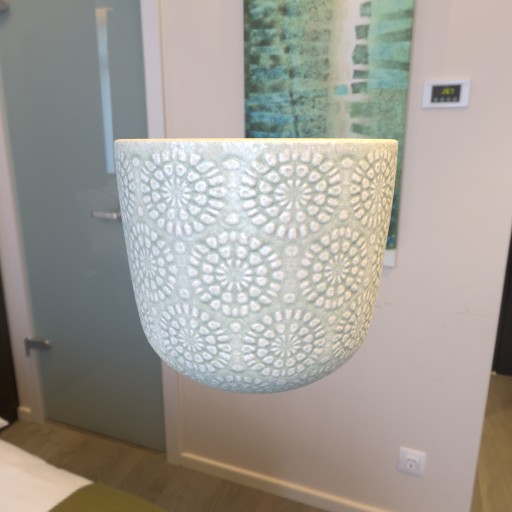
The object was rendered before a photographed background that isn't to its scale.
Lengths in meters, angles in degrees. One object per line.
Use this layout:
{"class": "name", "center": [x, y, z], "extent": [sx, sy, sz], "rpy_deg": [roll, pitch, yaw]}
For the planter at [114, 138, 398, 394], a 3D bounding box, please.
{"class": "planter", "center": [0.000, 0.000, 0.215], "extent": [0.124, 0.109, 0.124], "rpy_deg": [0, 14, 0]}
